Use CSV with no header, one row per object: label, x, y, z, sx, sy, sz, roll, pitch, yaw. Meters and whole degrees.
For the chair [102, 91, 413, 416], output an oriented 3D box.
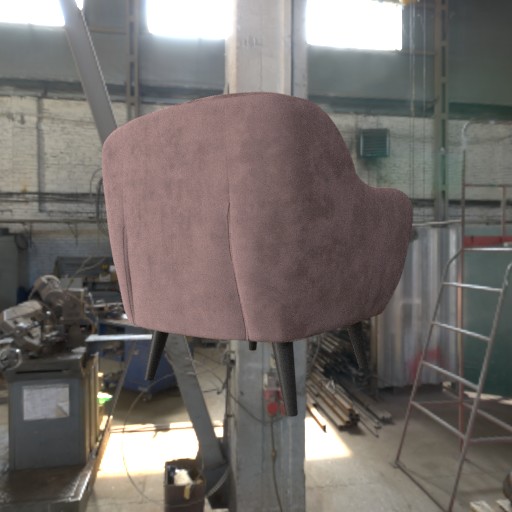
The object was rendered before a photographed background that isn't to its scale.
chair,0.000,0.000,1.497,0.840,0.820,0.820,0,1,35
